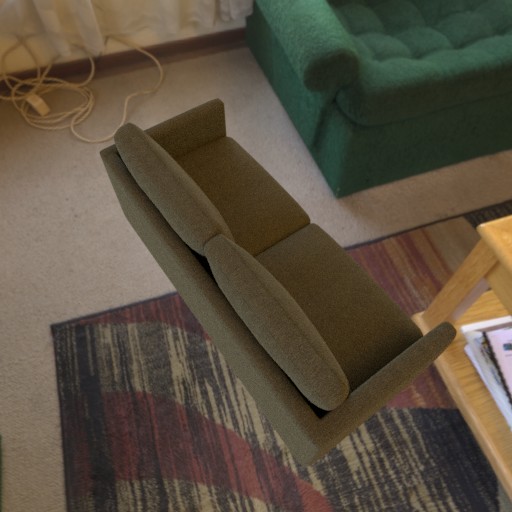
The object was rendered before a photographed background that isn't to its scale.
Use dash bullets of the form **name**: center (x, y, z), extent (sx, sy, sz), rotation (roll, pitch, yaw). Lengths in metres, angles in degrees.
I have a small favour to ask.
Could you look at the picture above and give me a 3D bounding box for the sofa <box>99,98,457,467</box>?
- **sofa**: center (0.000, 0.000, 2.736), extent (0.948, 0.965, 2.208), rotation (-31, 63, -18)
